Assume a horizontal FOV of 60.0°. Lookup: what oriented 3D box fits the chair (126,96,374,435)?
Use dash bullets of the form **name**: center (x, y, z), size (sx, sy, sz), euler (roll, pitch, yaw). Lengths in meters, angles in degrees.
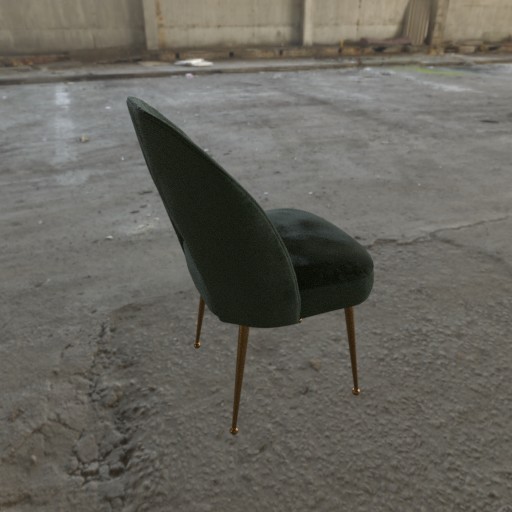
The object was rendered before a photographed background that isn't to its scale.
- **chair**: center (0.000, 0.000, 1.232), size (0.577, 0.860, 0.527), euler (-11, 30, -19)
